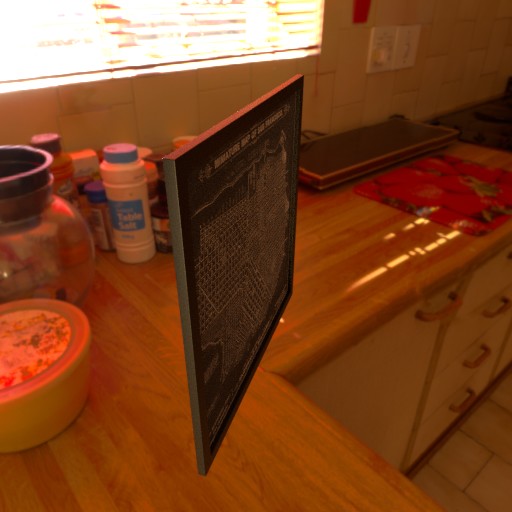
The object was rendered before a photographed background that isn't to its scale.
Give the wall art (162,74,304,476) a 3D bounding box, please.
[{"bbox_3d":[0.000,0.000,0.687,0.012,0.458,0.457,10,33,16],"label":"wall art"}]
